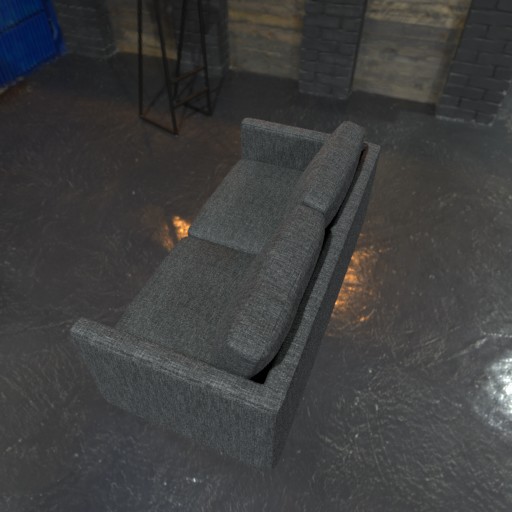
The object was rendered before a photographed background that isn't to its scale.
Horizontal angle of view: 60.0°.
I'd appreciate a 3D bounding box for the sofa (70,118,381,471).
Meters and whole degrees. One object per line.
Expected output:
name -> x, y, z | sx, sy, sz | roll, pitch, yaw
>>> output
sofa -> 0.000, 0.000, 2.473 | 0.950, 0.963, 1.884 | 17, 49, 15
